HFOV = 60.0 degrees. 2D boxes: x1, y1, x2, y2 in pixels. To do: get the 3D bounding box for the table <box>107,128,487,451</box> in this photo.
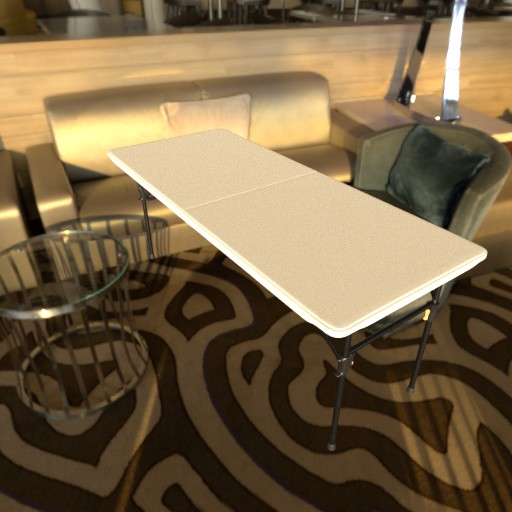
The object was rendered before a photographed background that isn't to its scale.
[{"bbox_3d":[0.000,0.000,2.202,0.761,0.719,1.829,-21,38,-29],"label":"table"}]
